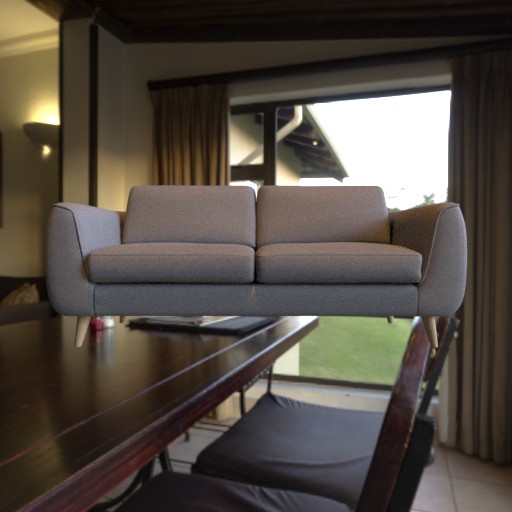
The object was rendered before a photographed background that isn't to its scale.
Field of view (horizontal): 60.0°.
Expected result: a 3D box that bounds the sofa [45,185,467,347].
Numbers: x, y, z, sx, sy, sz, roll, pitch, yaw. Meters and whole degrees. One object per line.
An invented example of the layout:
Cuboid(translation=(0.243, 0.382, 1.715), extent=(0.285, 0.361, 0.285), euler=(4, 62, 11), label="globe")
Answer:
Cuboid(translation=(0.000, 0.000, 2.526), extent=(2.000, 0.870, 0.920), euler=(0, 1, 0), label="sofa")
